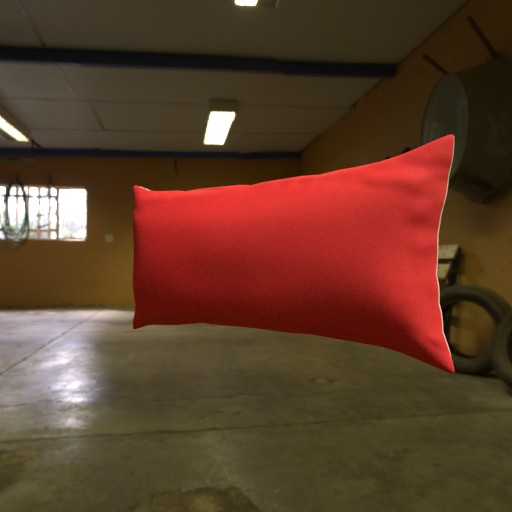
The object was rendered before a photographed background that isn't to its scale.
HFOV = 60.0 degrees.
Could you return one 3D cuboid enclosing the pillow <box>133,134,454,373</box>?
[{"bbox_3d":[0.000,0.000,0.727,0.608,0.297,0.151,-1,-1,35],"label":"pillow"}]
